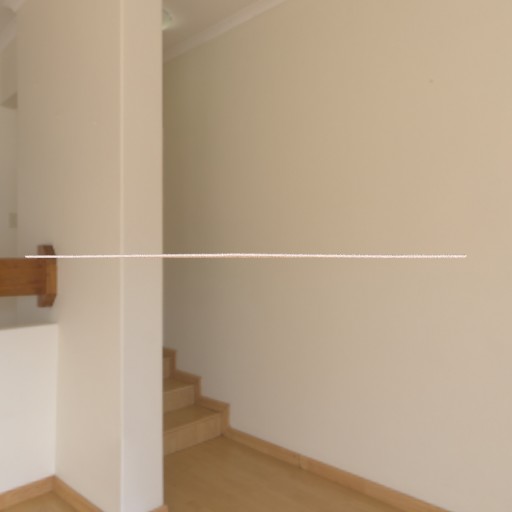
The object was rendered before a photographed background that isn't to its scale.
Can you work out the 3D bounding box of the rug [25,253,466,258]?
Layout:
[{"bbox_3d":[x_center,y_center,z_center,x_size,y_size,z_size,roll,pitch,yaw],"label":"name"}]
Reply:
[{"bbox_3d":[0.000,0.000,2.237,1.792,0.021,1.154,0,0,18],"label":"rug"}]
